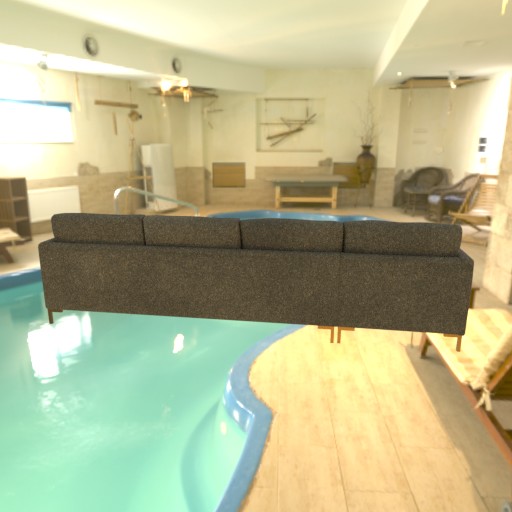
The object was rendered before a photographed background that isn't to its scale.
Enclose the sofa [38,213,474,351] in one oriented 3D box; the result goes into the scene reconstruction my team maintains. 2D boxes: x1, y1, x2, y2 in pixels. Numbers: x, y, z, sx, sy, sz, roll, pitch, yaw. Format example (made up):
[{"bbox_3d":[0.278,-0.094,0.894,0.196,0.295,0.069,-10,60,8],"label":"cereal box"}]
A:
[{"bbox_3d":[0.000,0.000,3.553,2.932,0.810,1.350,2,15,9],"label":"sofa"}]
